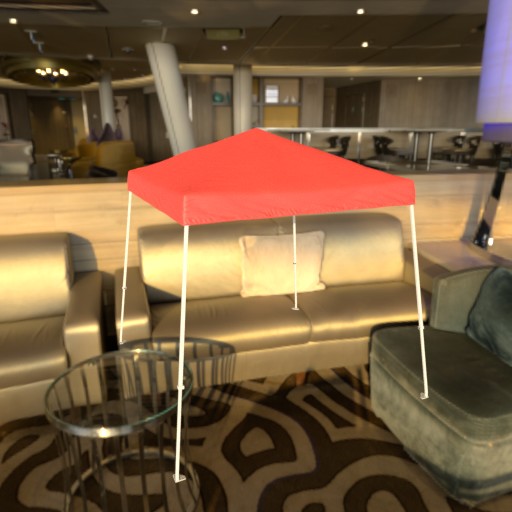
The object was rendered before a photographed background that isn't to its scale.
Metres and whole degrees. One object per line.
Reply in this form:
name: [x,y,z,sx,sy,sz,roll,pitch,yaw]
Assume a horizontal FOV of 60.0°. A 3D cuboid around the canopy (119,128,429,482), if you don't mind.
canopy: [0.000,0.000,6.485,3.599,3.600,3.600,-7,17,-25]
